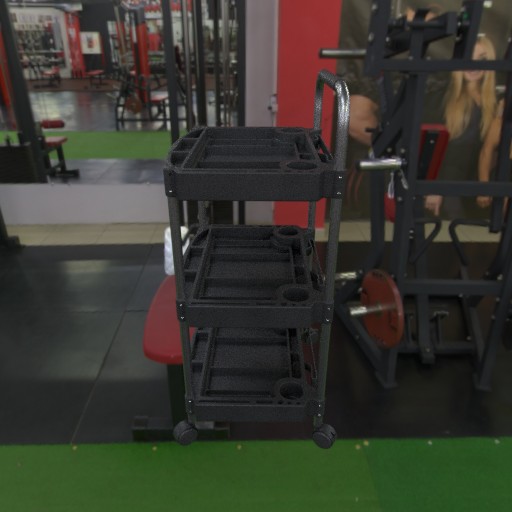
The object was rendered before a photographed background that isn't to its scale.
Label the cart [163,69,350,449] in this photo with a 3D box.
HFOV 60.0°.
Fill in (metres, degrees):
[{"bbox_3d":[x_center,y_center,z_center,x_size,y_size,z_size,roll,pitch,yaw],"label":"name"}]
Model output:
[{"bbox_3d":[0.000,0.000,1.405,0.518,1.075,0.584,0,27,1],"label":"cart"}]
